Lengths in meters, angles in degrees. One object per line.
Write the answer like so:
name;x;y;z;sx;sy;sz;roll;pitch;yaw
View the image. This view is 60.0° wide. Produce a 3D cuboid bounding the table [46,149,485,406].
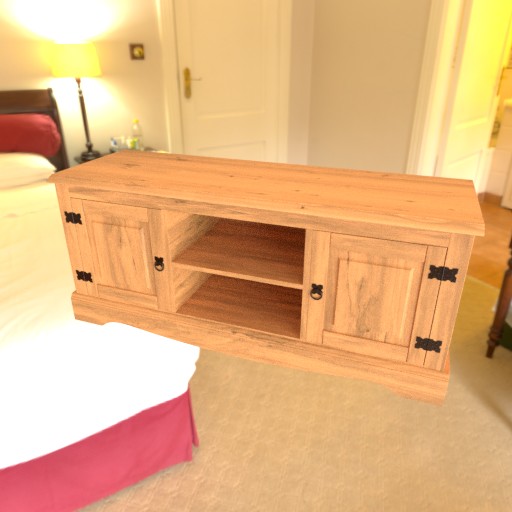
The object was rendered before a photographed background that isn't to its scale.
table;0.000;0.000;1.420;1.200;0.510;0.400;9;27;18
